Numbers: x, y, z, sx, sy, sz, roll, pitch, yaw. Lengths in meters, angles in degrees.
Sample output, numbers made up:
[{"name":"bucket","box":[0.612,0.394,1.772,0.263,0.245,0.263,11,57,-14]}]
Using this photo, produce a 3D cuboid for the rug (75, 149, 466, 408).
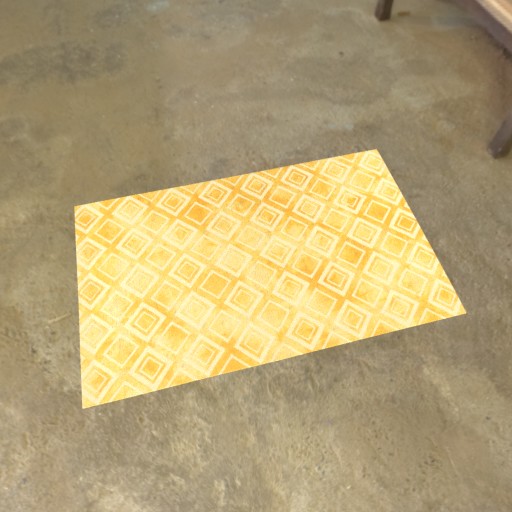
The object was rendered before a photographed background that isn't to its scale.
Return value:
[{"name":"rug","box":[0.000,0.000,3.079,2.424,0.010,1.511,-12,59,-7]}]
